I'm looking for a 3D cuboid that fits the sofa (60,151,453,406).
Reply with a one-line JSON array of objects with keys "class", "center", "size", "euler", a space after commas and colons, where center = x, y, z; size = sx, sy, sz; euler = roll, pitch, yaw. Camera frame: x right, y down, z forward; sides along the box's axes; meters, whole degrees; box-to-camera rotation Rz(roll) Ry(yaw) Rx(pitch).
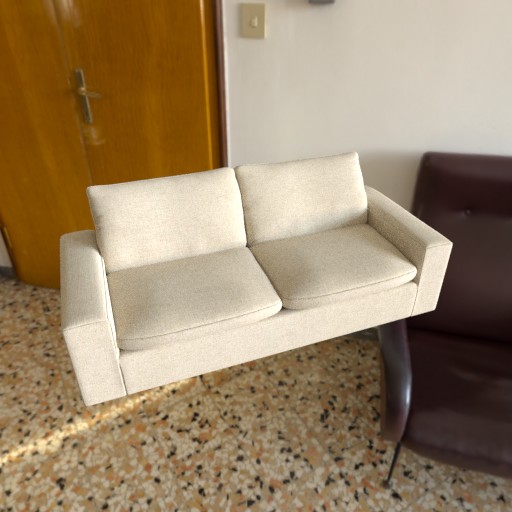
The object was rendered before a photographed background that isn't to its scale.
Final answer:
[{"class": "sofa", "center": [0.000, 0.000, 2.830], "size": [2.299, 0.922, 1.040], "euler": [-11, 34, -18]}]
